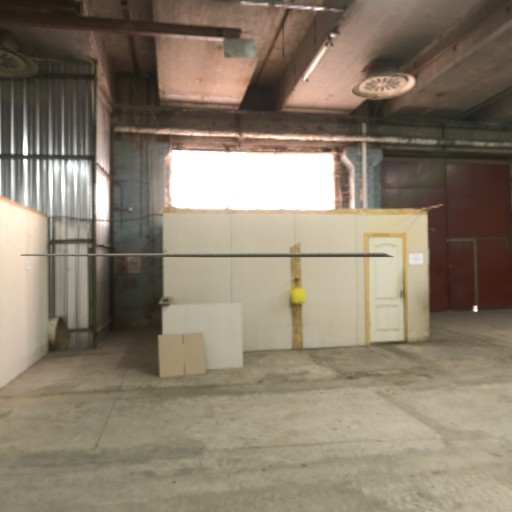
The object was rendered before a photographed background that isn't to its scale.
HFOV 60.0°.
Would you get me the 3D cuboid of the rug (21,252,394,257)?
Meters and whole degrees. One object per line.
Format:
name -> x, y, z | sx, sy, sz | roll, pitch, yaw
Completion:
rug -> 0.000, 0.000, 4.024 | 2.363, 0.012, 2.980 | 0, 0, 18
